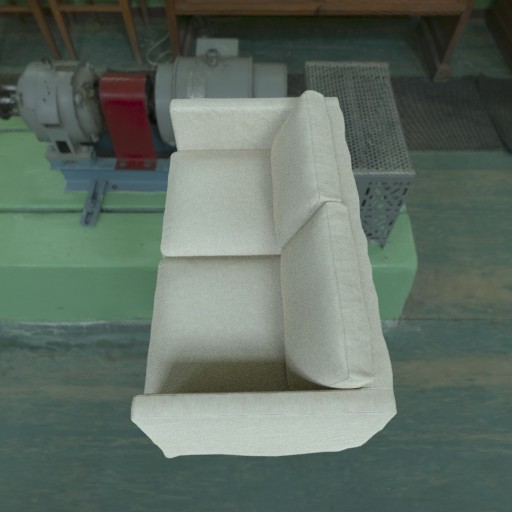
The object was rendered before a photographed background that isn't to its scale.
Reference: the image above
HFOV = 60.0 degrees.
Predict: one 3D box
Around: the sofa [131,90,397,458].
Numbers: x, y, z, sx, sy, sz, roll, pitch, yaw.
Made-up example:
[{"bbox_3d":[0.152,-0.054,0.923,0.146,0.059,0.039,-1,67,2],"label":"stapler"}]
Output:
[{"bbox_3d":[0.000,0.000,2.209,0.962,0.835,1.719,-1,57,-1],"label":"sofa"}]
